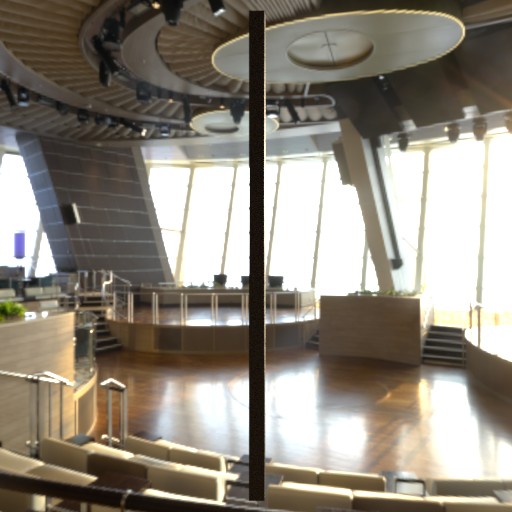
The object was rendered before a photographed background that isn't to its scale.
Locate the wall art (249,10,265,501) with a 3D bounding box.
[{"bbox_3d":[0.000,0.000,0.643,0.017,0.513,0.359,0,0,0],"label":"wall art"}]
